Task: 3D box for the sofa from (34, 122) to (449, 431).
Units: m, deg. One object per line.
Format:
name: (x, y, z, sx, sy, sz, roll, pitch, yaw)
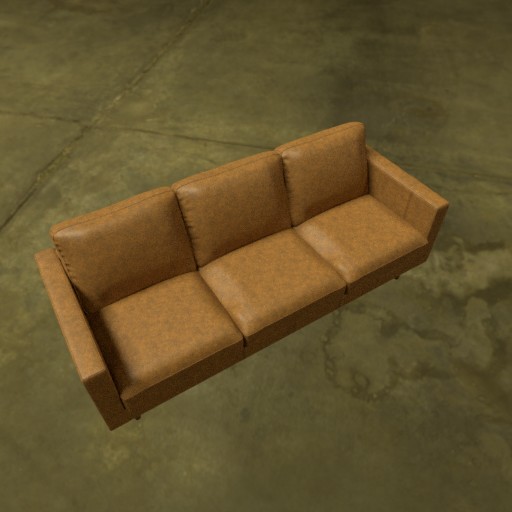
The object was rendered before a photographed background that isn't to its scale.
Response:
sofa: (0.000, 0.000, 2.655, 2.231, 0.930, 0.903, -24, 51, -21)
